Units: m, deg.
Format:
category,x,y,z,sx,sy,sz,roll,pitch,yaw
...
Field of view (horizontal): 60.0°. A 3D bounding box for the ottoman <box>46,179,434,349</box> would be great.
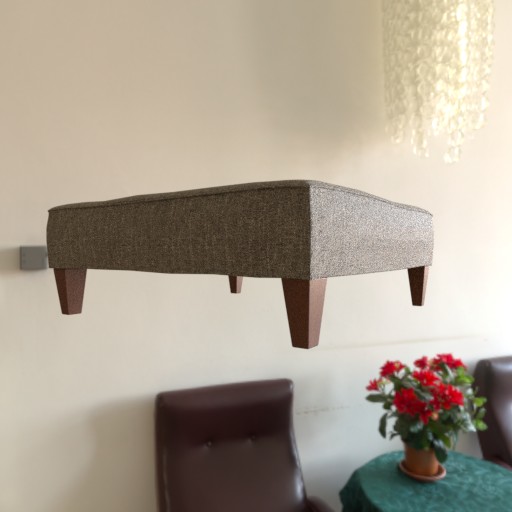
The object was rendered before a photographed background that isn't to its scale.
category,x,y,z,sx,sy,sz,roll,pitch,yaw
ottoman,0.000,0.000,1.562,0.981,0.379,1.016,0,1,35
